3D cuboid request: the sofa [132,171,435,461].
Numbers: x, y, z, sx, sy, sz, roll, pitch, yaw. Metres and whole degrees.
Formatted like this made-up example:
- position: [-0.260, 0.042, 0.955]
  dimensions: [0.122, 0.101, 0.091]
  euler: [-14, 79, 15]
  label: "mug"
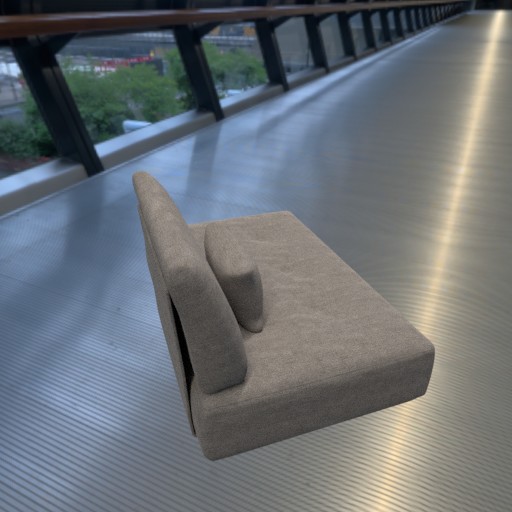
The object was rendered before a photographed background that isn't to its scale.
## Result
- position: [0.000, 0.000, 2.090]
  dimensions: [1.002, 0.820, 1.450]
  euler: [-10, 30, -17]
  label: "sofa"
